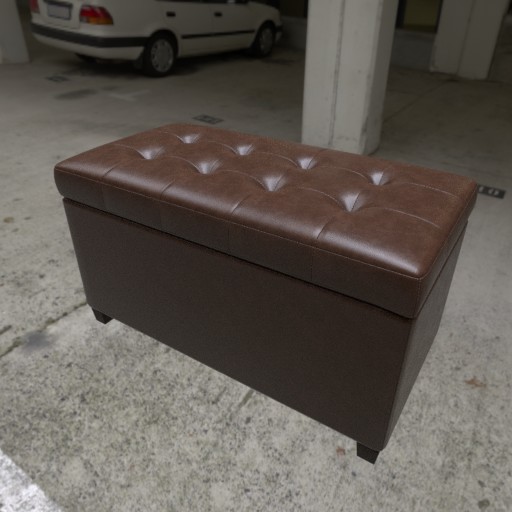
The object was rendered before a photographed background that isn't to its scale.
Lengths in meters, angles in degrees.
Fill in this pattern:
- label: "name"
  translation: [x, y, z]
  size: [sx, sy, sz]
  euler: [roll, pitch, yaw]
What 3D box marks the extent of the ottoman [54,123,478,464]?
- label: "ottoman"
  translation: [0.000, 0.000, 1.065]
  size: [0.838, 0.470, 0.432]
  euler: [19, 36, 28]
